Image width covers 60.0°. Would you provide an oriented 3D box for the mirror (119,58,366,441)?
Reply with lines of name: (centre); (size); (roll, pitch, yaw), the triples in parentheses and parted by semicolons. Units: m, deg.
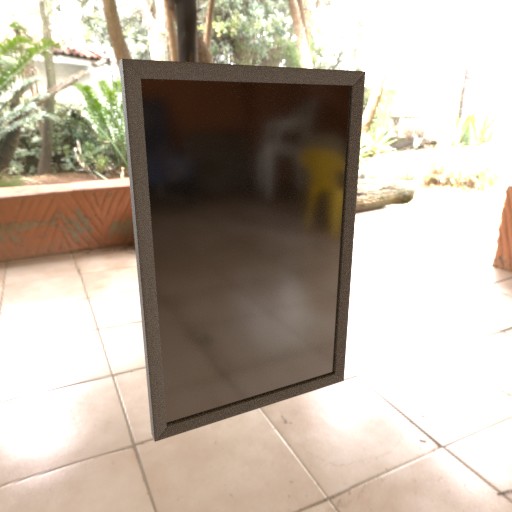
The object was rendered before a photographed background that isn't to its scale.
mirror: (0.000, 0.000, 1.158); (0.609, 0.915, 0.040); (-9, 20, -25)
